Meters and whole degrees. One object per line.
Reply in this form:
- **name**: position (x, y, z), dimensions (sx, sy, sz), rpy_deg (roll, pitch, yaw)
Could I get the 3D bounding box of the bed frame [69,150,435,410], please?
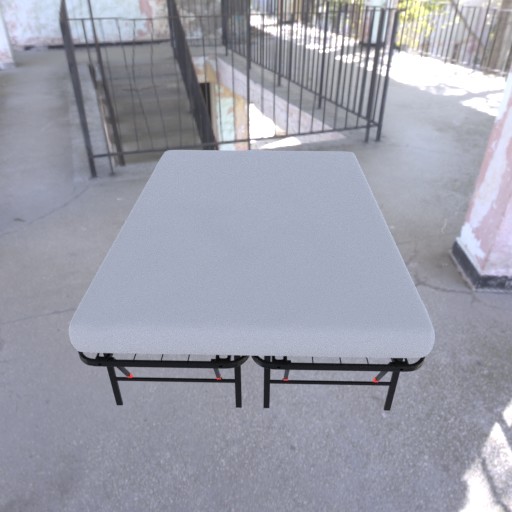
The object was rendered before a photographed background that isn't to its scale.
- **bed frame**: position (0.000, 0.000, 2.542), dimensions (1.372, 0.637, 1.905), rpy_deg (1, 33, 1)
